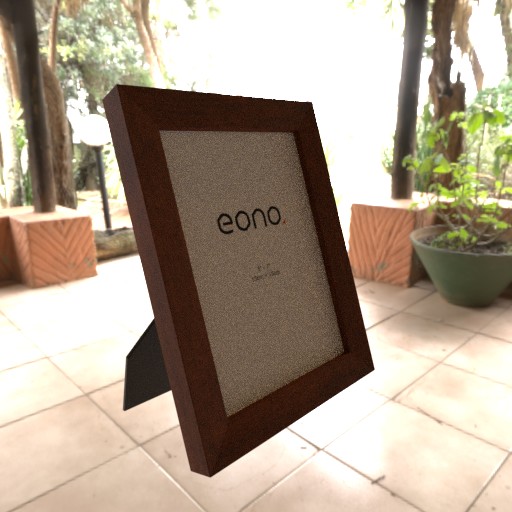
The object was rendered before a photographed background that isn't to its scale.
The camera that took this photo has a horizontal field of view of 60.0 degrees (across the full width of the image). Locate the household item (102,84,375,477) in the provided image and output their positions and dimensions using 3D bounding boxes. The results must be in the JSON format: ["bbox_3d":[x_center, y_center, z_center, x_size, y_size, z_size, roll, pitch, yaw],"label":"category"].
[{"bbox_3d":[0.000,0.000,0.293,0.160,0.204,0.096,-14,20,-42],"label":"household item"}]
